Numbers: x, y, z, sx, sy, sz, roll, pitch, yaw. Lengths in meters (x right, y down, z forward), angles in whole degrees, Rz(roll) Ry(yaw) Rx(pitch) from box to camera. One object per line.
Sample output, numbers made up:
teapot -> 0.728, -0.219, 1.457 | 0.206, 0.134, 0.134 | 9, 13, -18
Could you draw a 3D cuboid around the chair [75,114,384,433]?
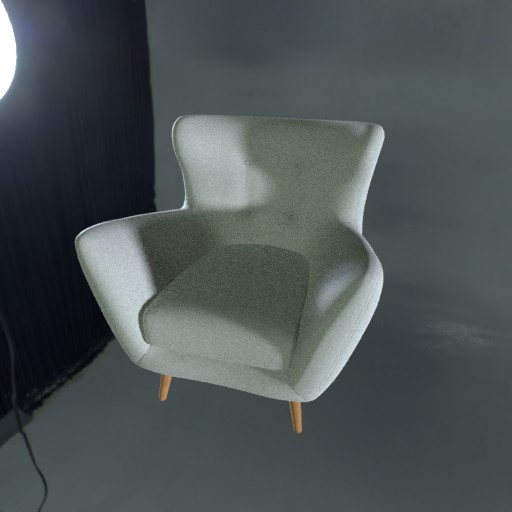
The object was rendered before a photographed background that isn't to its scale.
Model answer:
chair -> 0.000, 0.000, 1.608 | 0.890, 0.889, 0.889 | 8, 27, 15
